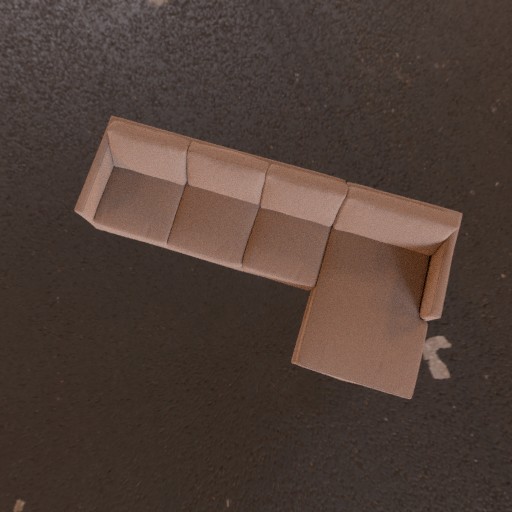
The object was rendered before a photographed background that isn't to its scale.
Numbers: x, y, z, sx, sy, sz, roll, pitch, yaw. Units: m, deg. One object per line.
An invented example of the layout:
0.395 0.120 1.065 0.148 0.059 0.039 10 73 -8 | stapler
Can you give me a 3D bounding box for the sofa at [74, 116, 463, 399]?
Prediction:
0.000 0.000 3.914 3.186 0.861 1.625 16 78 3 | sofa
